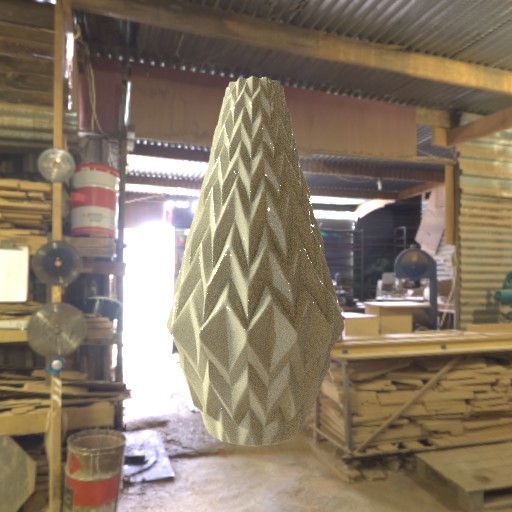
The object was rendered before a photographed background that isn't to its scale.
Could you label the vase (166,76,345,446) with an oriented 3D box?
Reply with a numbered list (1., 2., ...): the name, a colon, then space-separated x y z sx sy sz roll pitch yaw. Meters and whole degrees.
1. vase: 0.000 0.000 0.427 0.167 0.328 0.167 0 -2 0
